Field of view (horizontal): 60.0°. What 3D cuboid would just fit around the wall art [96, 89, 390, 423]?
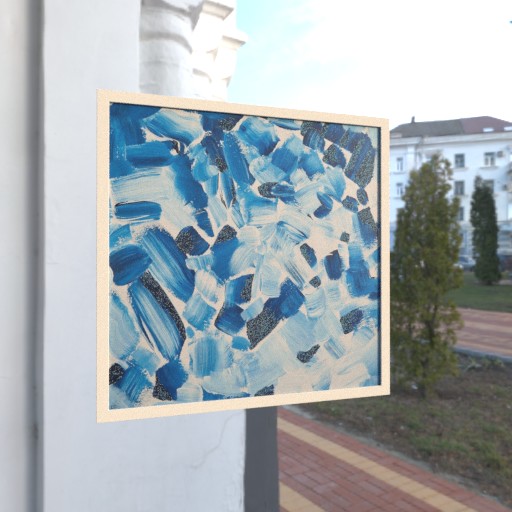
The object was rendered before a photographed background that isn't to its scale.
[{"bbox_3d":[0.000,0.000,0.675,0.457,0.457,0.012,0,0,-16],"label":"wall art"}]
